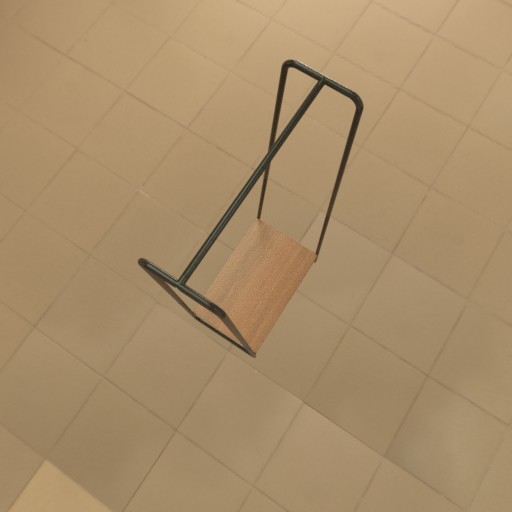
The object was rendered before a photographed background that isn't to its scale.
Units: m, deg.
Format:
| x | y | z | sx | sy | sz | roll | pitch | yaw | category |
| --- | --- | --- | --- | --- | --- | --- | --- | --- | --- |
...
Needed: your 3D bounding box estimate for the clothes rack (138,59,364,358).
| x | y | z | sx | sy | sz | roll | pitch | yaw | category |
| --- | --- | --- | --- | --- | --- | --- | --- | --- | --- |
| 0.000 | 0.000 | 1.751 | 0.400 | 1.500 | 0.640 | 32 | 78 | 8 | clothes rack |
